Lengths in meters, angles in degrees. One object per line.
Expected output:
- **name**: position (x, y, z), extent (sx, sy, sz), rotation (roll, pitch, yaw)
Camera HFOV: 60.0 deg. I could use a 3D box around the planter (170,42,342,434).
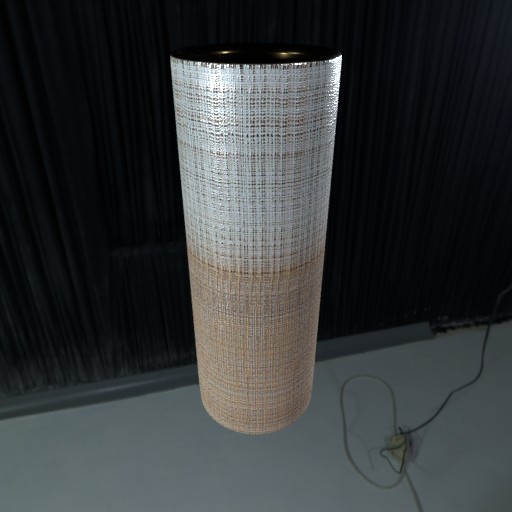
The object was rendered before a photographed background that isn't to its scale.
- **planter**: position (0.000, 0.000, 0.328), extent (0.099, 0.278, 0.099), rotation (-9, 31, -15)
